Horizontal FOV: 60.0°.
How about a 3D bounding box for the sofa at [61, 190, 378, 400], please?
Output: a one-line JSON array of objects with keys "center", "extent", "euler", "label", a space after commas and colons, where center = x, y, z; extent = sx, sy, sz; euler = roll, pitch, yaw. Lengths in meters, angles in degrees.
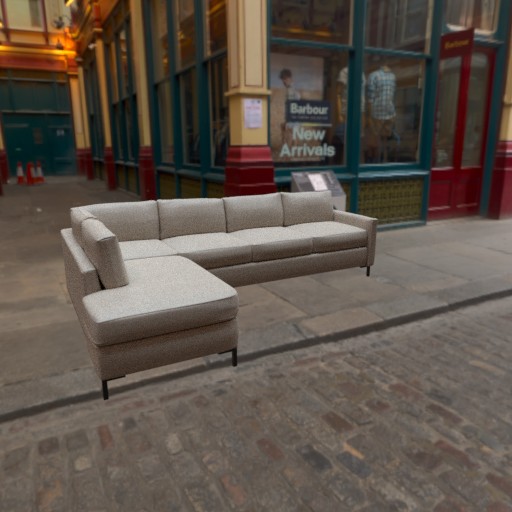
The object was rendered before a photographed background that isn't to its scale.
[{"center": [0.000, 0.000, 3.103], "extent": [2.423, 0.703, 1.617], "euler": [-8, 16, -27], "label": "sofa"}]
